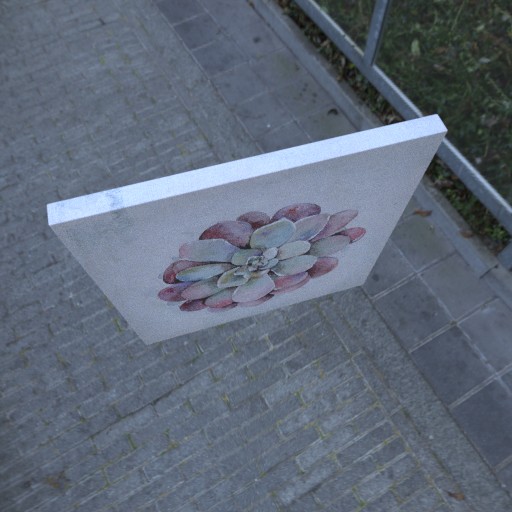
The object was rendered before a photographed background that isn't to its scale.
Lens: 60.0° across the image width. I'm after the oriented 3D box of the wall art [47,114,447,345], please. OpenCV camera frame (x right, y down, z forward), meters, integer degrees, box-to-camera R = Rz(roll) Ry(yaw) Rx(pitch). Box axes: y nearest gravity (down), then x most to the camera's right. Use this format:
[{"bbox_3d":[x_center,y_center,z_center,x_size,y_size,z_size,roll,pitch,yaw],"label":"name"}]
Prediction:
[{"bbox_3d":[0.000,0.000,0.925,0.605,0.605,0.044,-15,64,-7],"label":"wall art"}]
